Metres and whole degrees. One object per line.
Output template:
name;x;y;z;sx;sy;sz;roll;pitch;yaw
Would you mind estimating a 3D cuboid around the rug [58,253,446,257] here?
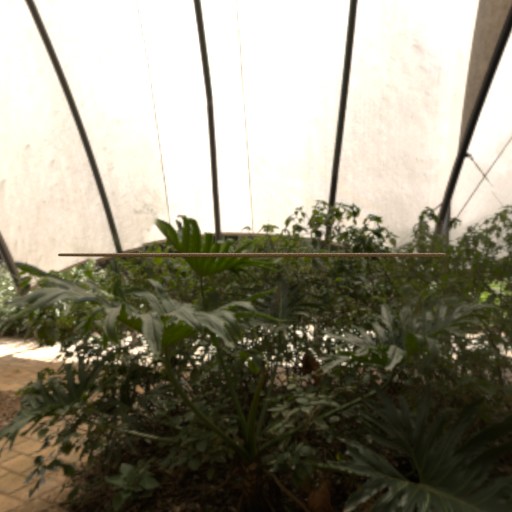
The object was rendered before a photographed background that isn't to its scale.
rug;0.000;0.000;2.294;1.219;0.010;1.829;0;0;1
